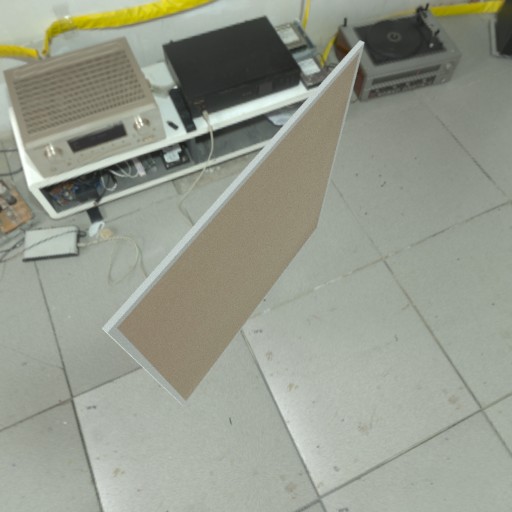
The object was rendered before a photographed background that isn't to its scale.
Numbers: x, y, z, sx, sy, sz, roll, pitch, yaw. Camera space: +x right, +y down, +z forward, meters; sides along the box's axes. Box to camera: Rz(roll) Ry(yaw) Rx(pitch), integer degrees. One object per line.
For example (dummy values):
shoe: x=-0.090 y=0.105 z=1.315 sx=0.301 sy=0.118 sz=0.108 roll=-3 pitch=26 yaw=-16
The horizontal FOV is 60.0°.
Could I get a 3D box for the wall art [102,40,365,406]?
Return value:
wall art: x=0.000 y=0.000 z=0.674 sx=0.007 sy=0.456 sz=0.456 roll=33 pitch=68 yaw=15
